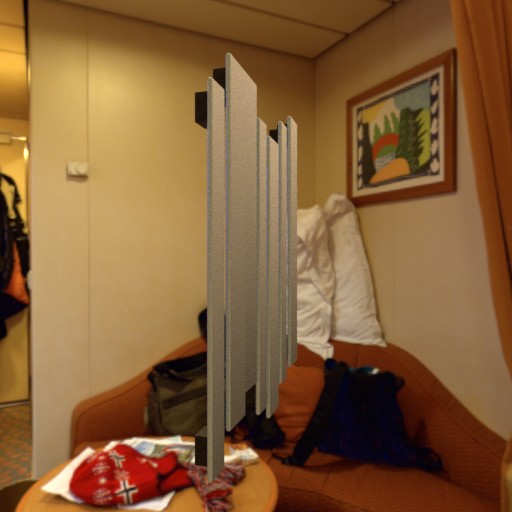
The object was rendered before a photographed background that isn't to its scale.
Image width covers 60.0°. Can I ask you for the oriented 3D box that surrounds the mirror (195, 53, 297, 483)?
[{"bbox_3d":[0.000,0.000,0.795,0.058,0.611,0.445,0,0,17],"label":"mirror"}]
